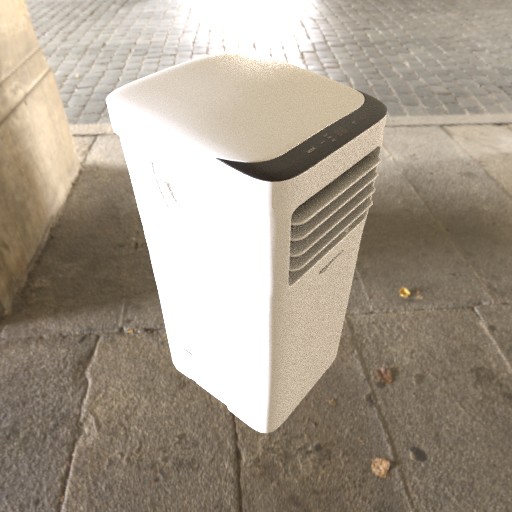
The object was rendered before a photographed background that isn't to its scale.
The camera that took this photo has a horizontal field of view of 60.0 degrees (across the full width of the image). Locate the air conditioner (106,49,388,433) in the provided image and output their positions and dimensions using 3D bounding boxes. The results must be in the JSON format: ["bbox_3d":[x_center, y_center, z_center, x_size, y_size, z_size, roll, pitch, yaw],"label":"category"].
[{"bbox_3d":[0.000,0.000,0.936,0.369,0.716,0.352,28,47,29],"label":"air conditioner"}]
